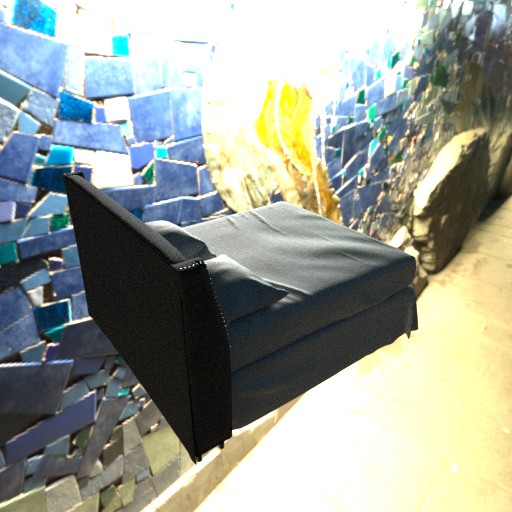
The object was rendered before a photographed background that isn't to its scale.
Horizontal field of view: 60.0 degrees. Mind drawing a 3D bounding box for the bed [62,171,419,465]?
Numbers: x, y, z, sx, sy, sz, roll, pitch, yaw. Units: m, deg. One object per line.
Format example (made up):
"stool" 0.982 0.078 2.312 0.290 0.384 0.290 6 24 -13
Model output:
"bed" 0.000 0.000 3.543 2.276 1.332 1.925 -18 32 -32
